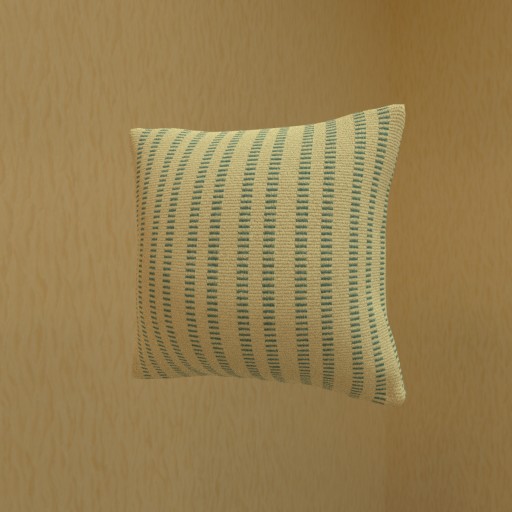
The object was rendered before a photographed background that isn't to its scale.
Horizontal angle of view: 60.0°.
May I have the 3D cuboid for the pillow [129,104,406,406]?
[{"bbox_3d":[0.000,0.000,0.676,0.438,0.419,0.247,0,2,17],"label":"pillow"}]
